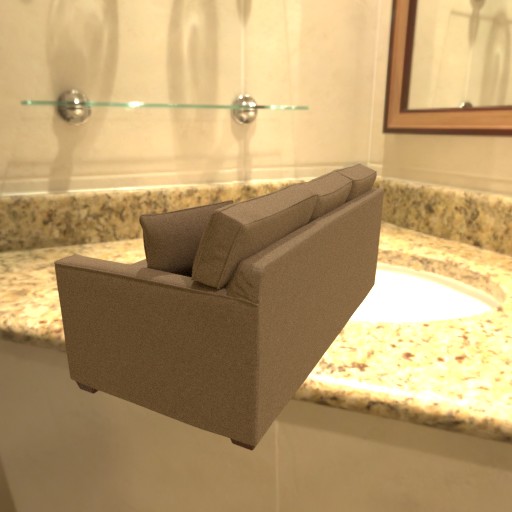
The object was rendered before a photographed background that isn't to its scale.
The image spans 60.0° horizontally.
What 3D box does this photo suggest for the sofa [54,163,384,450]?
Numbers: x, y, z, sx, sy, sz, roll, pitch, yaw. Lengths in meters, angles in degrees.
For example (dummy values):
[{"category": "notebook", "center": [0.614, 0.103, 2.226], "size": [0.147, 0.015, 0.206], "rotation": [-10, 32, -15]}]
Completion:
[{"category": "sofa", "center": [0.000, 0.000, 2.579], "size": [1.034, 0.946, 1.963], "rotation": [8, 19, 26]}]
